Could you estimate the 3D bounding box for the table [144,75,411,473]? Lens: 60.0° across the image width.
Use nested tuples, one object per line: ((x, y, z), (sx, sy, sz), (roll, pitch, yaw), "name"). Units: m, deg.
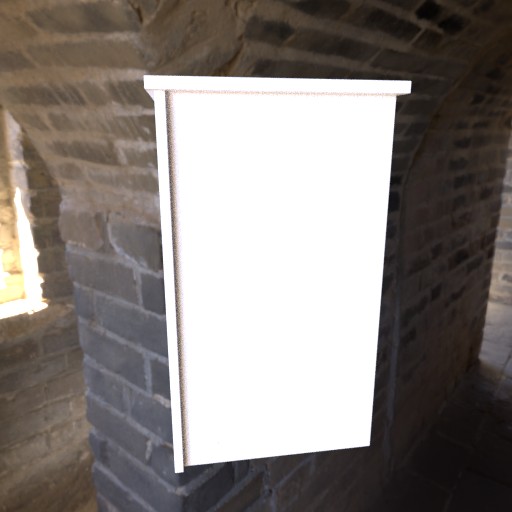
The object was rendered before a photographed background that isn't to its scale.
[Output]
((0.000, 0.000, 0.924), (0.381, 0.635, 0.480), (-2, 15, -9), "table")
